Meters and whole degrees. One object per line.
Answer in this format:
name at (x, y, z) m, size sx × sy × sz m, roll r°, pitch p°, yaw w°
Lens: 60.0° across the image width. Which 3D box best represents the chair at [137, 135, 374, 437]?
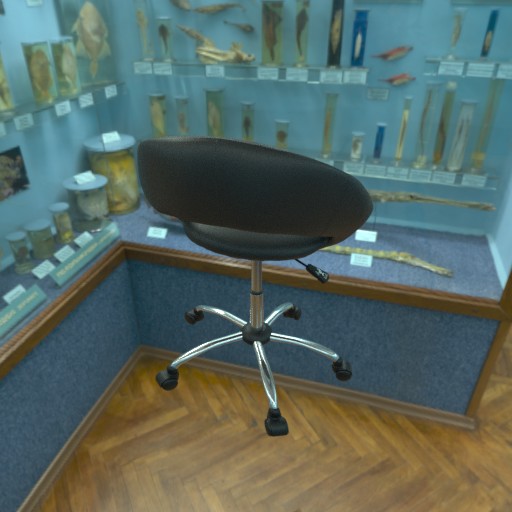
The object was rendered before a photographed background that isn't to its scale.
chair at (0.000, 0.000, 1.228) m, size 0.612 × 0.791 × 0.538 m, roll 10°, pitch 33°, yaw 16°
